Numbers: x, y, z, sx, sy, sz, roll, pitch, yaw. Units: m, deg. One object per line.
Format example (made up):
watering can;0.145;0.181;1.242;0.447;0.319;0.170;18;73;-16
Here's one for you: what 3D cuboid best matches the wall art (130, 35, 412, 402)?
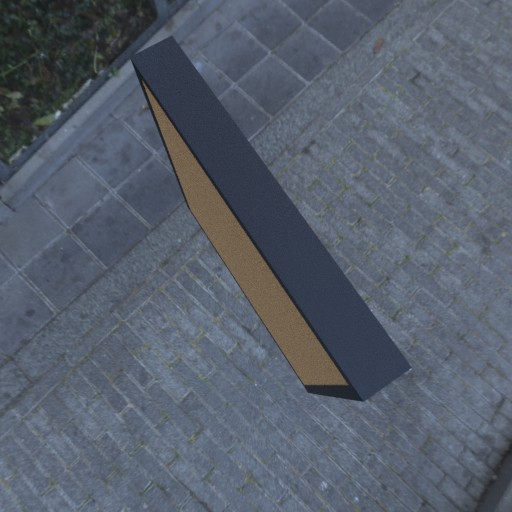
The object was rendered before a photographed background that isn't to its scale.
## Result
wall art;0.000;0.000;0.459;0.038;0.304;0.305;-32;76;-9
